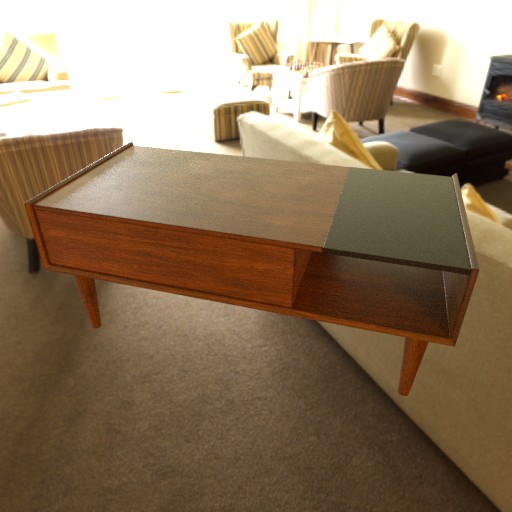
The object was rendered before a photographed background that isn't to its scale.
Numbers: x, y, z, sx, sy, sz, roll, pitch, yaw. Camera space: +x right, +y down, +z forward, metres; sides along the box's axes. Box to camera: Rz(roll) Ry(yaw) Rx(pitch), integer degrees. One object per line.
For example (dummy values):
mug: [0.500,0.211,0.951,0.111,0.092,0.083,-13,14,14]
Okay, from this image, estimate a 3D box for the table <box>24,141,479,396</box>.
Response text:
table: [0.000,0.000,1.518,1.221,0.508,0.610,9,33,14]
